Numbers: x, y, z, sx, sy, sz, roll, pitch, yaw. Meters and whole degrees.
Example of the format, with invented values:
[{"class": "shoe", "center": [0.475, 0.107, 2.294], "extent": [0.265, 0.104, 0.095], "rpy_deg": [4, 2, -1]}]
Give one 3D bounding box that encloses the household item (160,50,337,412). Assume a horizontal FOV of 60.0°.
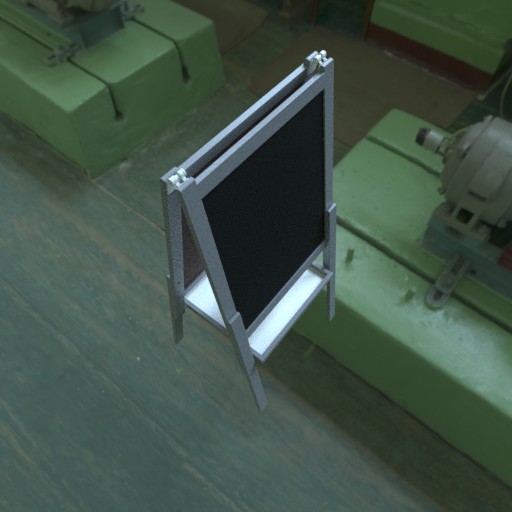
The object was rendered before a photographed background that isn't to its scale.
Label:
[{"class": "household item", "center": [0.000, 0.000, 1.441], "extent": [0.469, 1.172, 0.531], "rpy_deg": [33, 63, 20]}]
